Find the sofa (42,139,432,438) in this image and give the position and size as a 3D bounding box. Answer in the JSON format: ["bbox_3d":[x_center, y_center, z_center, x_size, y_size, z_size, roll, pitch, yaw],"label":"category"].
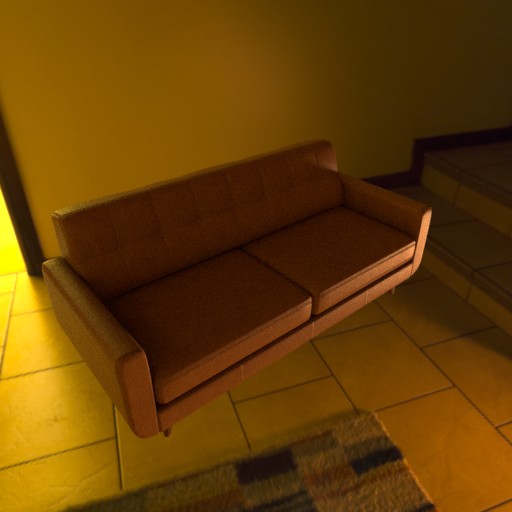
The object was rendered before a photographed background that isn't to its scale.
[{"bbox_3d":[0.000,0.000,2.624,2.137,0.892,0.980,-24,39,-33],"label":"sofa"}]
